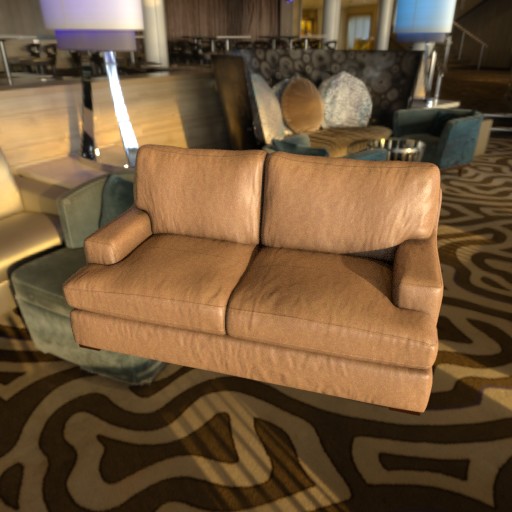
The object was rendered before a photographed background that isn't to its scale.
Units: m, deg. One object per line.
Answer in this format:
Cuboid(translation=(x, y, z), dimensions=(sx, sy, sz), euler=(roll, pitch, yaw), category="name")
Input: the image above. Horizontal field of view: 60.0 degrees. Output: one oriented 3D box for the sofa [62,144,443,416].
Cuboid(translation=(0.000, 0.000, 2.379), dimensions=(1.855, 0.980, 0.962), euler=(7, 27, 14), category="sofa")
